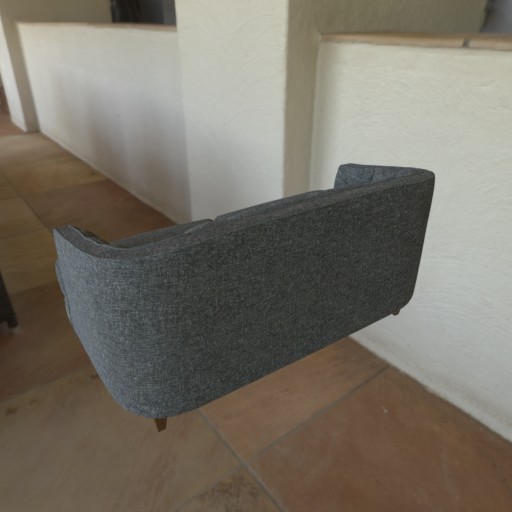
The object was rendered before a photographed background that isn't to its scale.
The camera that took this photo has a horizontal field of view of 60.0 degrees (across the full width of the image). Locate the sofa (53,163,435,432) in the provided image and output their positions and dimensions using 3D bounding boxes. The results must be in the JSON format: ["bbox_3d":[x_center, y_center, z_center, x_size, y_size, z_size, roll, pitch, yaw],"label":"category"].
[{"bbox_3d":[0.000,0.000,2.214,1.733,0.855,0.941,-18,33,-30],"label":"sofa"}]
